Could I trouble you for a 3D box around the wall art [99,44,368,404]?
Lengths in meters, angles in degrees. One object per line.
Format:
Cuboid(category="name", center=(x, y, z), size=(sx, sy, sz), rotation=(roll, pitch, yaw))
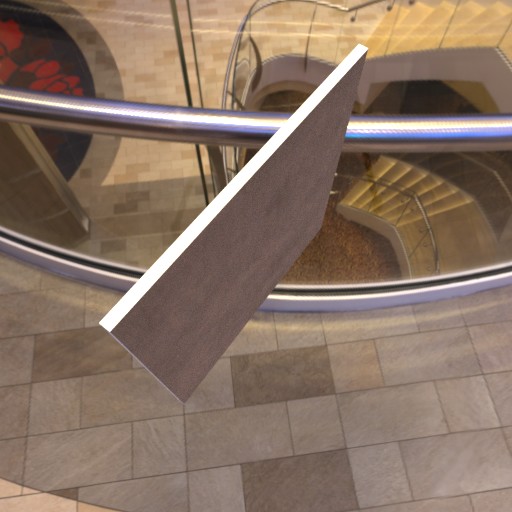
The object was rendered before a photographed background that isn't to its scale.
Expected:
Cuboid(category="wall art", center=(0.000, 0.000, 0.991), size=(0.020, 0.661, 0.664), rotation=(34, 68, 15))
